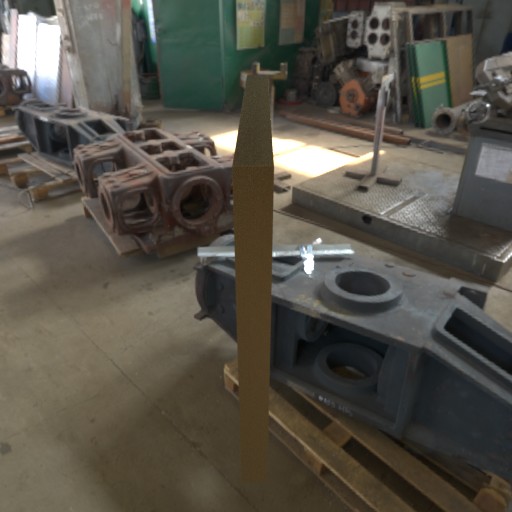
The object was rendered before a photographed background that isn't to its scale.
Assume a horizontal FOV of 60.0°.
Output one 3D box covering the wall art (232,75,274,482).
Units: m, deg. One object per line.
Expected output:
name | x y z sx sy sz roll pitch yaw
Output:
wall art | 0.000 0.000 0.771 0.040 0.509 0.509 0 31 1
